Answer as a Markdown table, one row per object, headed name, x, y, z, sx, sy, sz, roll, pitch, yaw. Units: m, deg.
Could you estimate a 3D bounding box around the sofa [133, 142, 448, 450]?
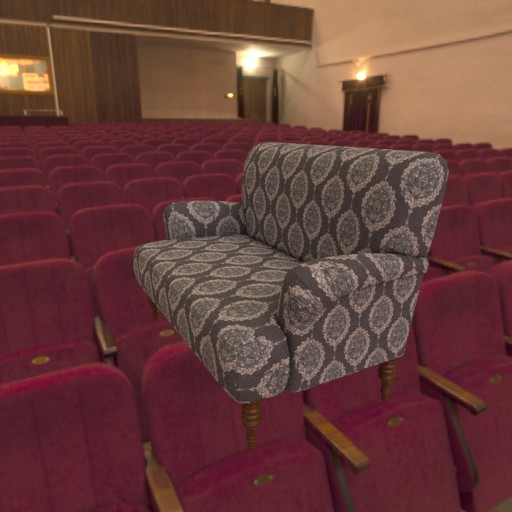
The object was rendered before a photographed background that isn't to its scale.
| name | x | y | z | sx | sy | sz | roll | pitch | yaw |
| --- | --- | --- | --- | --- | --- | --- | --- | --- | --- |
| sofa | 0.000 | 0.000 | 1.826 | 0.779 | 0.867 | 1.297 | -8 | 18 | -27 |
